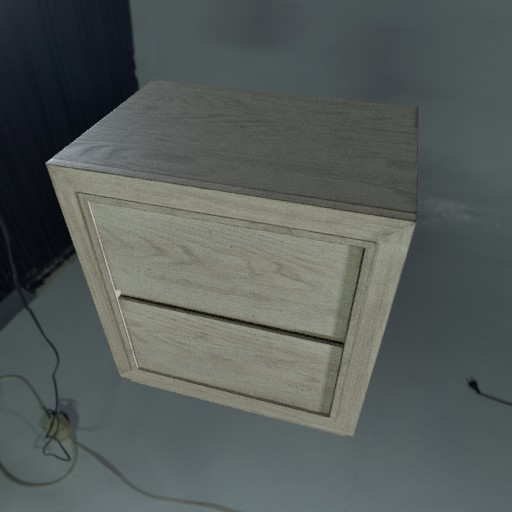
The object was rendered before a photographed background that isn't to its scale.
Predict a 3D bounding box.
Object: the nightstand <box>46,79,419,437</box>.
[{"bbox_3d":[0.000,0.000,1.085,0.612,0.673,0.483,10,42,12],"label":"nightstand"}]
